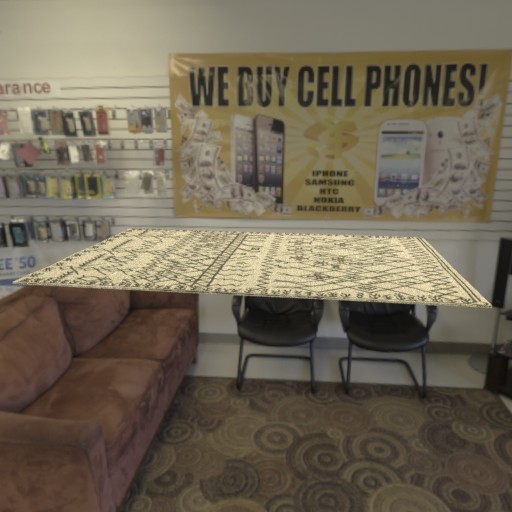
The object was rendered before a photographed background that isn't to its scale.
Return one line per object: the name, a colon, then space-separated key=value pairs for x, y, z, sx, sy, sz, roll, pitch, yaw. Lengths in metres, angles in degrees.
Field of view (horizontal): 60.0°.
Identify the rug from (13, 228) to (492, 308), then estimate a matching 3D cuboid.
rug: x=0.000 y=0.000 z=2.959 sx=2.444 sy=0.012 sz=1.530 roll=2 pitch=15 yaw=8
